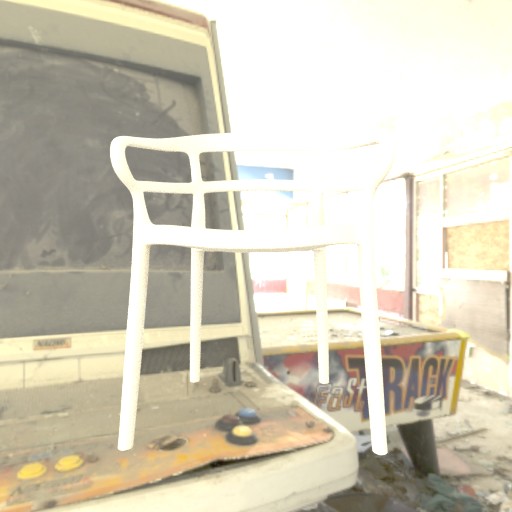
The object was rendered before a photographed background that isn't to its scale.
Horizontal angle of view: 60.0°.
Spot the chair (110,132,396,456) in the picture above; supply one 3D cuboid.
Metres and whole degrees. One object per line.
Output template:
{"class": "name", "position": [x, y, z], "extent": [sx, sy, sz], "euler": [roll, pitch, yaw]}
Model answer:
{"class": "chair", "position": [0.000, 0.000, 1.096], "extent": [0.559, 0.761, 0.527], "euler": [0, 0, 2]}
